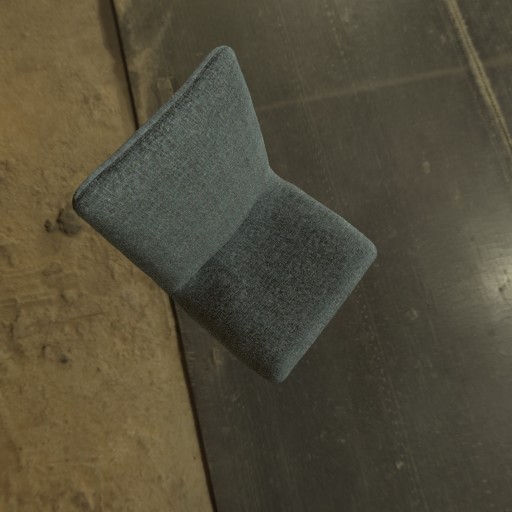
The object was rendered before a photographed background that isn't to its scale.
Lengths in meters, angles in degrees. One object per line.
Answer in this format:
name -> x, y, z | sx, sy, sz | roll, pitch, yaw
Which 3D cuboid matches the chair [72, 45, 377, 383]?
chair -> 0.000, 0.000, 1.291 | 0.563, 0.974, 0.522 | 38, 80, 8
